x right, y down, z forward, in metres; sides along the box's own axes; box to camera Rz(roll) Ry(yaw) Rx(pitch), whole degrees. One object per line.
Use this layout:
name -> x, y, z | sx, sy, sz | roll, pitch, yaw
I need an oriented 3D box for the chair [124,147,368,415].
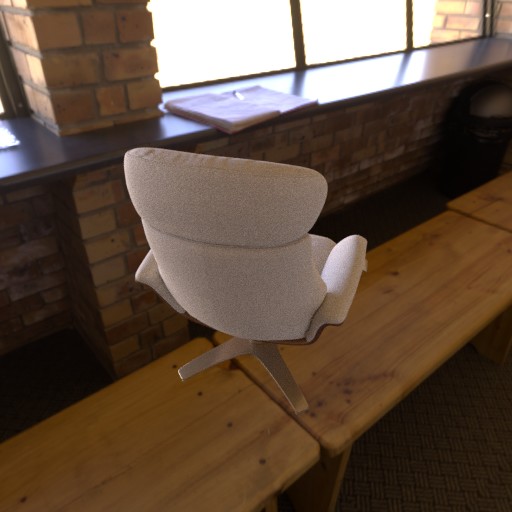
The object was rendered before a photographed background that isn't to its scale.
chair -> 0.000, 0.000, 1.612 | 0.785, 0.995, 0.837 | 10, 34, 16
